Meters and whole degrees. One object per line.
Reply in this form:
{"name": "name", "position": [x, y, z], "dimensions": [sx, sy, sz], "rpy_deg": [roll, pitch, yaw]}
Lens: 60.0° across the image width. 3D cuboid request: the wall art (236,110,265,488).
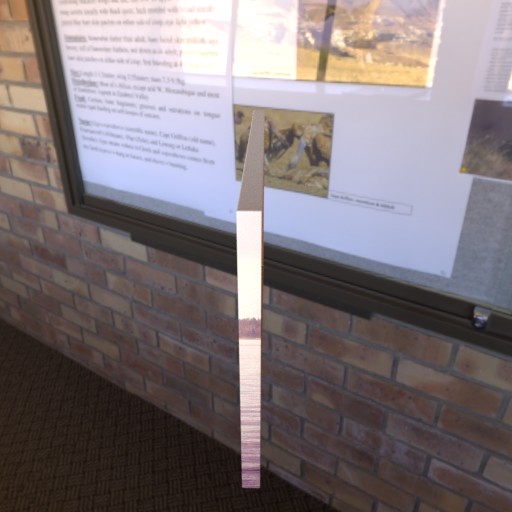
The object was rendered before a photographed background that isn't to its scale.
{"name": "wall art", "position": [0.000, 0.000, 1.183], "dimensions": [0.037, 0.609, 0.916], "rpy_deg": [1, 27, 1]}
